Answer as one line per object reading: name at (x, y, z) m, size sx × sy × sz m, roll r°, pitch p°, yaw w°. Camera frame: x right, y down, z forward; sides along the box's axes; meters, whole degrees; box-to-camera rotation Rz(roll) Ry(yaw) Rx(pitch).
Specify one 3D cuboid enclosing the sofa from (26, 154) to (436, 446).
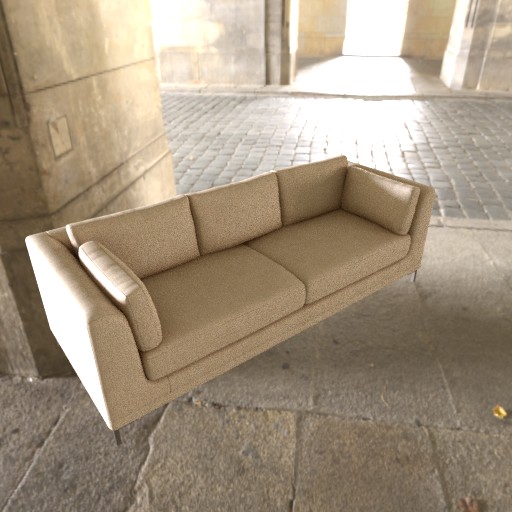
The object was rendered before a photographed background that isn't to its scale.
sofa at (0.000, 0.000, 2.857) m, size 2.415 × 0.867 × 0.969 m, roll -21°, pitch 35°, yaw -32°
